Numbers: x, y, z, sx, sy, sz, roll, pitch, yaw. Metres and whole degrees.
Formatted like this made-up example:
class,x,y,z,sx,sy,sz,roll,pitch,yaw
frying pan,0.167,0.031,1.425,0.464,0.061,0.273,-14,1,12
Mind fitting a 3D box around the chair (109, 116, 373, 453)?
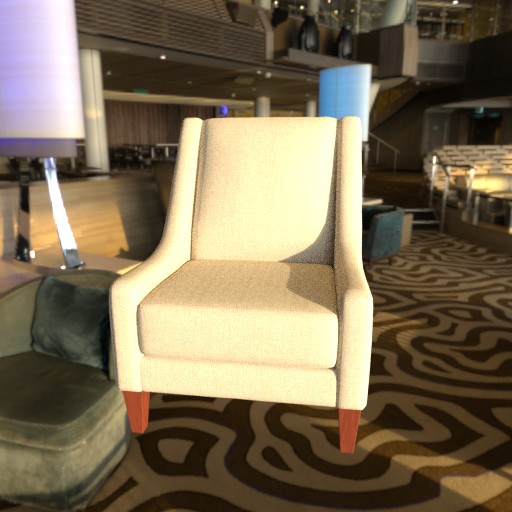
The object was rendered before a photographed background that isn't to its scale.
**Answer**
class,x,y,z,sx,sy,sz,roll,pitch,yaw
chair,0.000,0.000,1.619,0.774,1.014,0.870,2,14,8
